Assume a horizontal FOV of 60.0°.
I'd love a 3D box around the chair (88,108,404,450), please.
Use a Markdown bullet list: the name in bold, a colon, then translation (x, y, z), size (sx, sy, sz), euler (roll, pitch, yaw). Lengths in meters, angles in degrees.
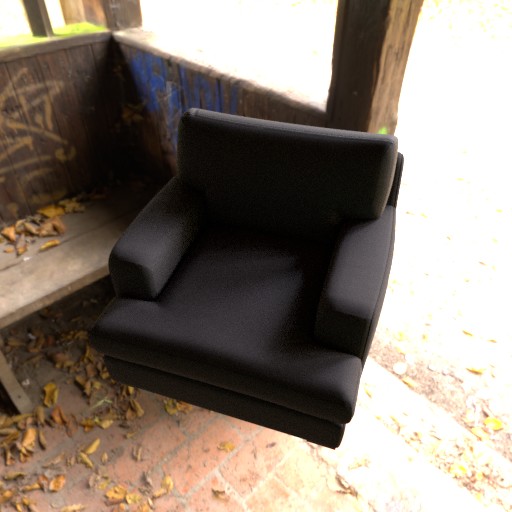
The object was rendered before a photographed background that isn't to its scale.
- **chair**: translation (0.000, 0.000, 1.994), size (1.168, 0.940, 1.143), euler (12, 42, 14)
